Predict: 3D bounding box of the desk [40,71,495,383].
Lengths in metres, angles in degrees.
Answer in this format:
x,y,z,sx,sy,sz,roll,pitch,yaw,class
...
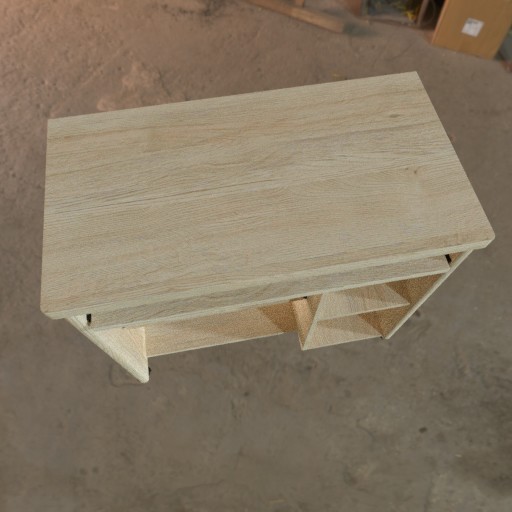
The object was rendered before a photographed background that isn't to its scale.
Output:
x,y,z,sx,sy,sz,roll,pitch,yaw,class
0.000,0.000,1.290,0.885,0.770,0.480,-9,64,-5,desk
